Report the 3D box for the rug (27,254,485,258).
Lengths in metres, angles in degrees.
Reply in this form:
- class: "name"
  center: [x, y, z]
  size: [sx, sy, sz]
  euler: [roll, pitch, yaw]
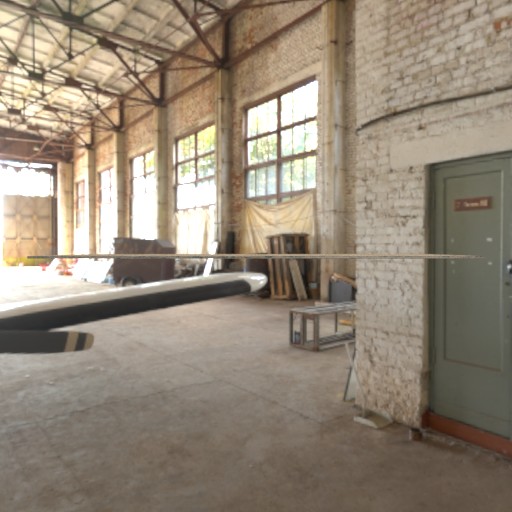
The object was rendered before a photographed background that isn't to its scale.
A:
- class: "rug"
  center: [0.000, 0.000, 2.732]
  size: [2.434, 0.013, 0.770]
  euler: [0, 1, 0]
